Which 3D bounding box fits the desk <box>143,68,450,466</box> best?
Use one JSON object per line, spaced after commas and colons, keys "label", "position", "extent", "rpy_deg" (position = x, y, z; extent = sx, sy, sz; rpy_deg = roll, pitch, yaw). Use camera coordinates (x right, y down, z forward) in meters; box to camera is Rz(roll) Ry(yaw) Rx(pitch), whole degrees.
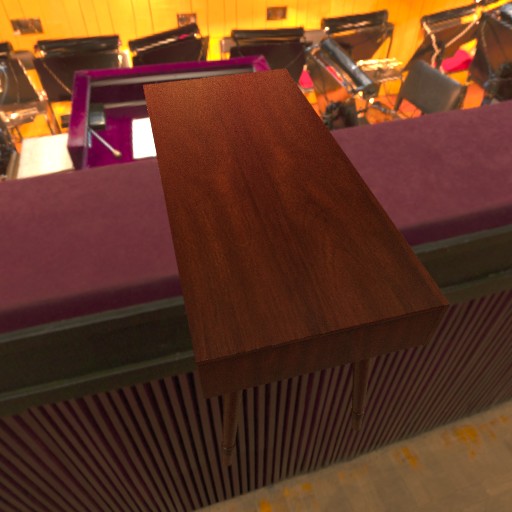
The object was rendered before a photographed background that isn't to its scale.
{"label": "desk", "position": [0.000, 0.000, 2.098], "extent": [0.734, 1.031, 1.577], "rpy_deg": [-11, 48, -10]}
